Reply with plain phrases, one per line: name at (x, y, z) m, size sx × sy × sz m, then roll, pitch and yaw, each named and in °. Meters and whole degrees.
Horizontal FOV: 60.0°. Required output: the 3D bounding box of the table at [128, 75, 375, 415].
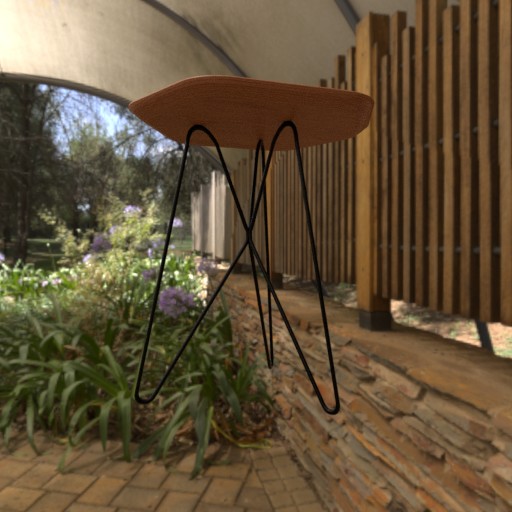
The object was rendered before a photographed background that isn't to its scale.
table at (0.000, 0.000, 0.906) m, size 0.500 × 0.562 × 0.400 m, roll 0°, pitch 1°, yaw -18°
